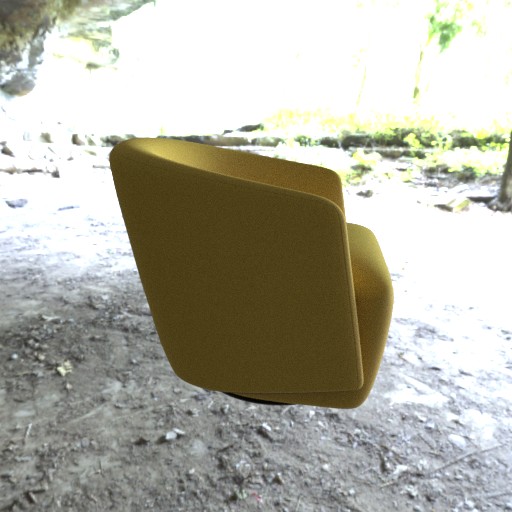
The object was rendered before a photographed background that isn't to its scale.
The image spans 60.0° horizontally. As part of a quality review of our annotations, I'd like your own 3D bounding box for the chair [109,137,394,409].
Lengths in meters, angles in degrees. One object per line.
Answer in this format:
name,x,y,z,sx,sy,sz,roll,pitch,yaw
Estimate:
chair,0.000,0.000,1.353,0.767,0.698,0.773,3,16,10
